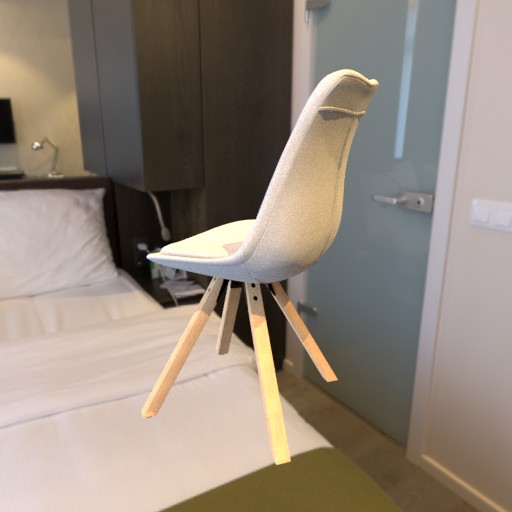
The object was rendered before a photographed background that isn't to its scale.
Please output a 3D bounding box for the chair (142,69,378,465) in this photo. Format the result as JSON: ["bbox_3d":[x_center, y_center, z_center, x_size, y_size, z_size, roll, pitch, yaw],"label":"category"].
[{"bbox_3d":[0.000,0.000,1.170,0.549,0.863,0.474,8,18,26],"label":"chair"}]
